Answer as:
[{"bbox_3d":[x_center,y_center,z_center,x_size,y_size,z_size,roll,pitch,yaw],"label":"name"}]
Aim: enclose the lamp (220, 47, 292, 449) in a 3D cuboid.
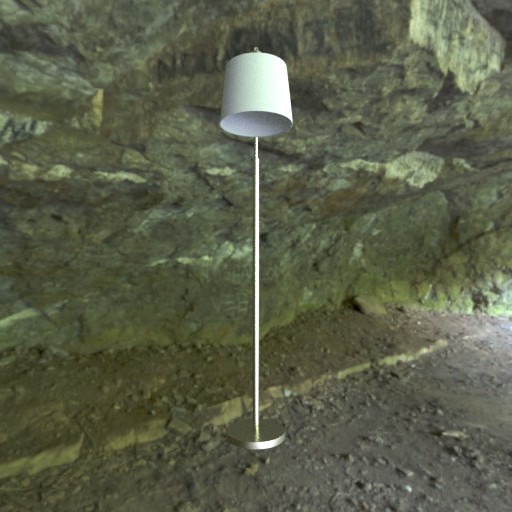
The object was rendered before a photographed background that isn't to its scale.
[{"bbox_3d":[0.000,0.000,1.682,0.254,1.478,0.508,0,0,0],"label":"lamp"}]
